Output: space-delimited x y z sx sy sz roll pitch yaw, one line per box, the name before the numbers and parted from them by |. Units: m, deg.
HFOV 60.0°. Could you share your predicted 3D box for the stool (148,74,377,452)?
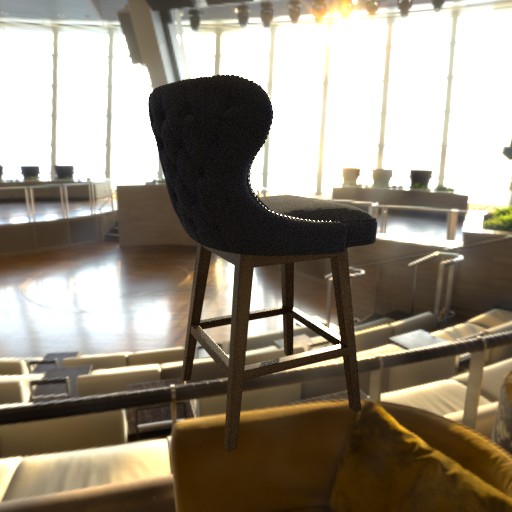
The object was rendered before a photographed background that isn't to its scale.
stool | 0.000 0.000 1.382 0.597 0.972 0.615 -7 15 -25
